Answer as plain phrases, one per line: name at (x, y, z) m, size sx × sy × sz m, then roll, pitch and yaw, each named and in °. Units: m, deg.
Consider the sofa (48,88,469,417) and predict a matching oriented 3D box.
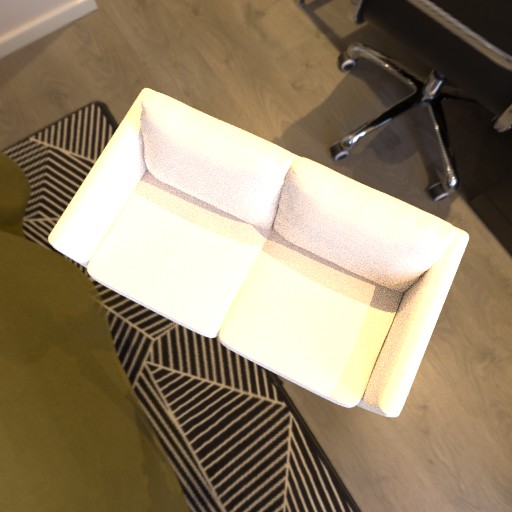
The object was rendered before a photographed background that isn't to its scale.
sofa at (0.000, 0.000, 2.230) m, size 1.713 × 0.893 × 0.940 m, roll 26°, pitch 77°, yaw 6°
